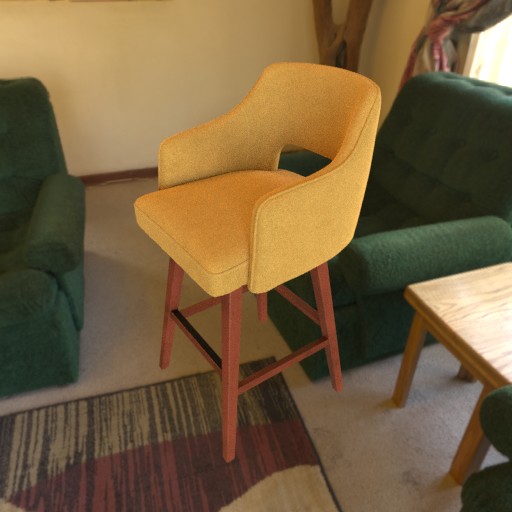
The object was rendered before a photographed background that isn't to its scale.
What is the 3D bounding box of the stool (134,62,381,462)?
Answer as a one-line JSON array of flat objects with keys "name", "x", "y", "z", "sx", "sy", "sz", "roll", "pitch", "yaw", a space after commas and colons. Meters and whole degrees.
[{"name": "stool", "x": 0.000, "y": 0.000, "z": 1.338, "sx": 0.558, "sy": 1.012, "sz": 0.548, "roll": -21, "pitch": 38, "yaw": -29}]
